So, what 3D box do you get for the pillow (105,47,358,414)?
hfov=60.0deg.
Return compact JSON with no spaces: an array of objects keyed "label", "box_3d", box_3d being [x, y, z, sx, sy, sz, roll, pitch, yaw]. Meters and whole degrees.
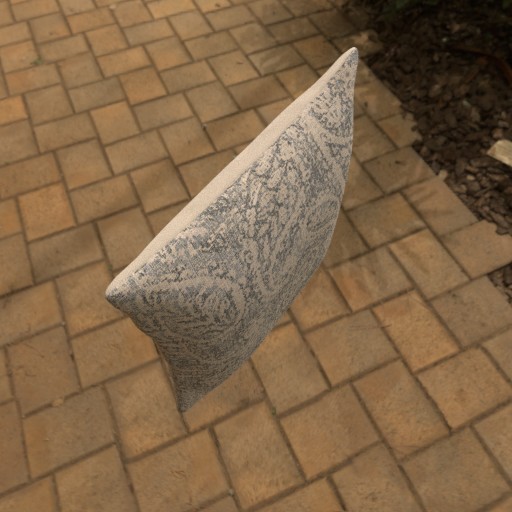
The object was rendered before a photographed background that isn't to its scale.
[{"label":"pillow","box_3d":[0.000,0.000,0.774,0.166,0.510,0.523,32,64,18]}]
